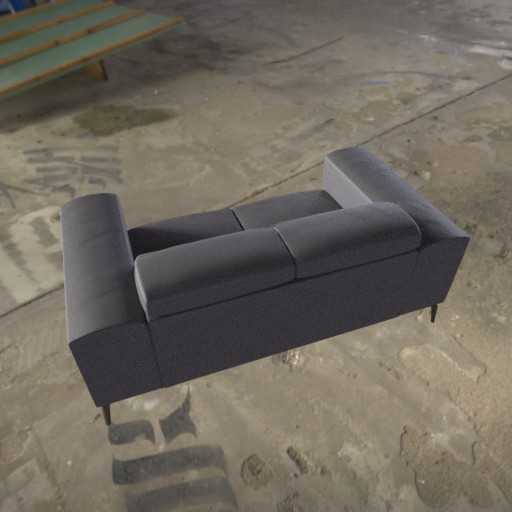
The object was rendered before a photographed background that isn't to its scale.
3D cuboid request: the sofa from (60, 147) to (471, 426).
[{"bbox_3d":[0.000,0.000,2.403,1.895,0.779,1.003,-14,43,-15],"label":"sofa"}]
